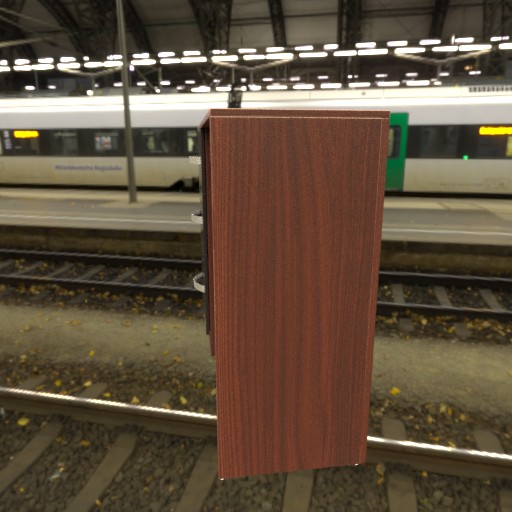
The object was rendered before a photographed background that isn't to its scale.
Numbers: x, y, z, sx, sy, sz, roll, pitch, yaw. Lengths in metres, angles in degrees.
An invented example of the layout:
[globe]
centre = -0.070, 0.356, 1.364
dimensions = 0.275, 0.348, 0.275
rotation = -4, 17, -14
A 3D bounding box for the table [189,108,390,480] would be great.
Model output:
[table]
centre = 0.000, 0.000, 1.361
dimensions = 0.380, 0.790, 0.930
rotation = -2, 14, -8
